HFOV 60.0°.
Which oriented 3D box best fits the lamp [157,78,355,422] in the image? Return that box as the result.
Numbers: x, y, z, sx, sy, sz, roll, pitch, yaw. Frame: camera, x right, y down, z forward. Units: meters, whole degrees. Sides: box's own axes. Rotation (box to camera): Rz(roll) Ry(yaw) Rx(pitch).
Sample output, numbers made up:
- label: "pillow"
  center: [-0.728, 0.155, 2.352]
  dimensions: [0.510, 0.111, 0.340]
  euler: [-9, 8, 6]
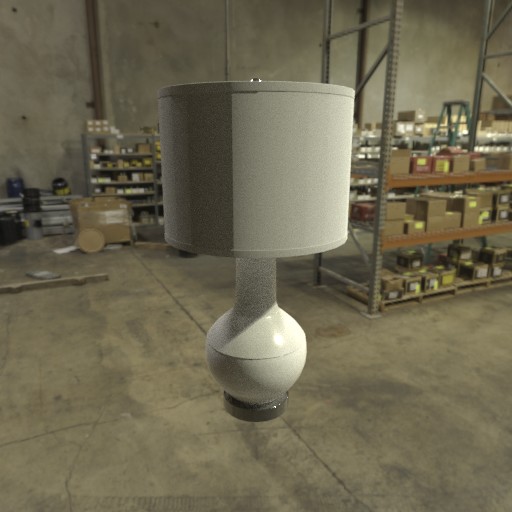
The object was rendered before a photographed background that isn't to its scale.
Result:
- label: "lamp"
  center: [0.000, 0.000, 0.896]
  dimensions: [0.357, 0.673, 0.357]
  euler: [-8, 17, -26]
